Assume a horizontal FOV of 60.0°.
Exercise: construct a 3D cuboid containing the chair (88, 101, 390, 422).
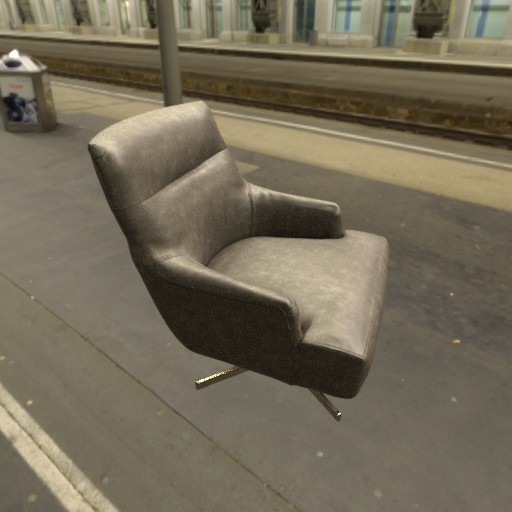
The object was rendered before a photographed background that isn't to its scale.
[{"bbox_3d":[0.000,0.000,1.501,0.874,0.870,0.738,9,30,17],"label":"chair"}]
